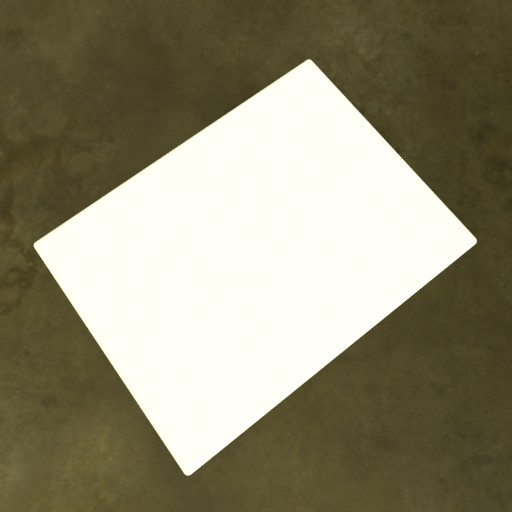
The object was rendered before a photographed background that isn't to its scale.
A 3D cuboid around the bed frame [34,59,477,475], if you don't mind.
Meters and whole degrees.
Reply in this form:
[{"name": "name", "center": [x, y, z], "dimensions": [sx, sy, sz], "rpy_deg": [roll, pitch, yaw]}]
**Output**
[{"name": "bed frame", "center": [0.000, 0.000, 2.838], "dimensions": [2.072, 0.659, 1.557], "rpy_deg": [-36, 79, -9]}]
